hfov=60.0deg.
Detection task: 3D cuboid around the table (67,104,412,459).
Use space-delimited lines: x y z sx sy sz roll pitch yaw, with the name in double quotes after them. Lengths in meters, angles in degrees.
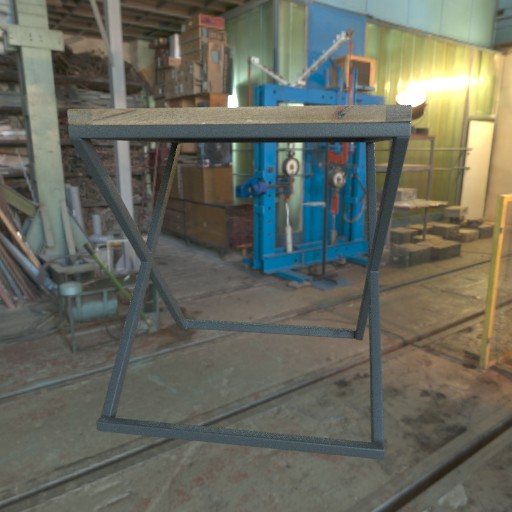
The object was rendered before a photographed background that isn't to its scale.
0.000 0.000 0.926 0.499 0.550 0.498 2 14 9 "table"
